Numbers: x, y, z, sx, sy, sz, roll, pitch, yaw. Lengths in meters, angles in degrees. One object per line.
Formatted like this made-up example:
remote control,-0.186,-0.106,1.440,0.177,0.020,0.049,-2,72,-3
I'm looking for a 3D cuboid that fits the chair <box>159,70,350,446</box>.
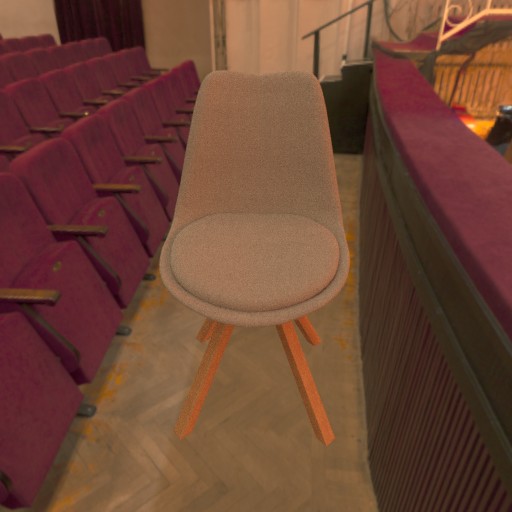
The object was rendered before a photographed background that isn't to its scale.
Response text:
chair,0.000,0.000,1.189,0.474,0.863,0.549,2,30,3
